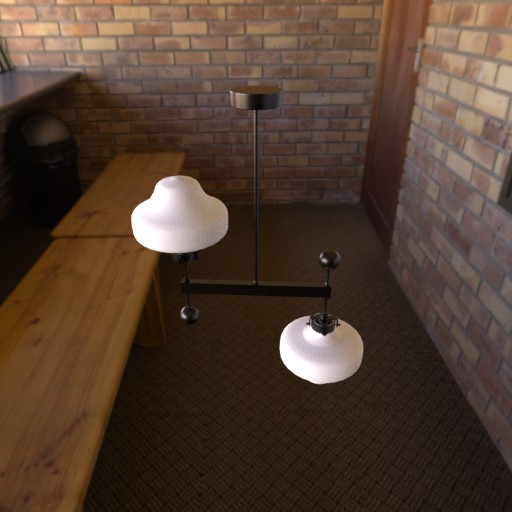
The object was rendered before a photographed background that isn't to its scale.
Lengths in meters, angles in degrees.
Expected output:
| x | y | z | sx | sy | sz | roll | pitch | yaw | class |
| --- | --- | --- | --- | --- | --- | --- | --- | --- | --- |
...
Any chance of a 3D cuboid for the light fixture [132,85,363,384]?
| x | y | z | sx | sy | sz | roll | pitch | yaw | class |
| --- | --- | --- | --- | --- | --- | --- | --- | --- | --- |
| 0.000 | 0.000 | 1.044 | 0.489 | 0.743 | 0.422 | -18 | 34 | -29 | light fixture |
